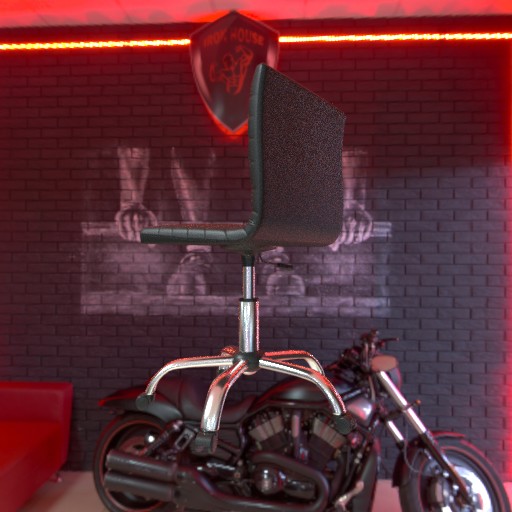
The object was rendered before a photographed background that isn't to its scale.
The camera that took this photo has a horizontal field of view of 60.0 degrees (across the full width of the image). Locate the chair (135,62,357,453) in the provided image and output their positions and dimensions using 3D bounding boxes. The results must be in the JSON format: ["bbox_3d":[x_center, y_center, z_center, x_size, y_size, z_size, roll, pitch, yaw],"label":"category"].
[{"bbox_3d":[0.000,0.000,1.127,0.530,0.780,0.556,0,0,36],"label":"chair"}]
